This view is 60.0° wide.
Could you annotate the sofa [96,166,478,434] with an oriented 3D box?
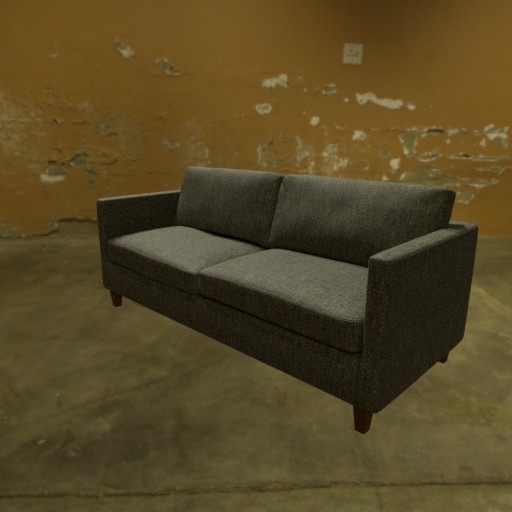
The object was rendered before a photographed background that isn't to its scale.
[{"bbox_3d":[0.000,0.000,2.673,2.208,0.960,0.948,14,21,42],"label":"sofa"}]
